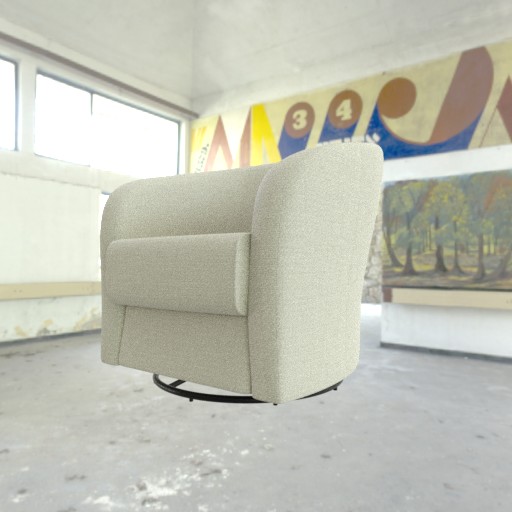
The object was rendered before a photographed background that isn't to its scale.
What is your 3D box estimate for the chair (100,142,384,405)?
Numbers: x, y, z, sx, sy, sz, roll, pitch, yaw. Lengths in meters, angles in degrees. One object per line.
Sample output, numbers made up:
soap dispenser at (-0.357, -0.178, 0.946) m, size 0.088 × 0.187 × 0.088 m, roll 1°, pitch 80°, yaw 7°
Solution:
chair at (0.000, 0.000, 1.447) m, size 0.791 × 0.771 × 0.815 m, roll -1°, pitch -1°, yaw 38°
